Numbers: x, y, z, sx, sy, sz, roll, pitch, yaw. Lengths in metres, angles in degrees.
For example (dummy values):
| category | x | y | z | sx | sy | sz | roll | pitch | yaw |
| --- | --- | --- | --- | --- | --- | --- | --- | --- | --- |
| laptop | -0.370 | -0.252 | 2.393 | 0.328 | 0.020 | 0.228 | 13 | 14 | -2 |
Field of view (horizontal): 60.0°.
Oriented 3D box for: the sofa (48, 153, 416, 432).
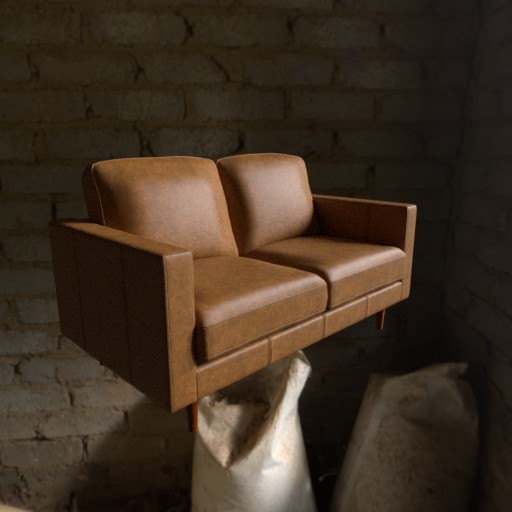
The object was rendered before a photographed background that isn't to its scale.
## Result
| category | x | y | z | sx | sy | sz | roll | pitch | yaw |
| --- | --- | --- | --- | --- | --- | --- | --- | --- | --- |
| sofa | 0.000 | 0.000 | 2.143 | 1.578 | 0.951 | 0.909 | -14 | 19 | -43 |
